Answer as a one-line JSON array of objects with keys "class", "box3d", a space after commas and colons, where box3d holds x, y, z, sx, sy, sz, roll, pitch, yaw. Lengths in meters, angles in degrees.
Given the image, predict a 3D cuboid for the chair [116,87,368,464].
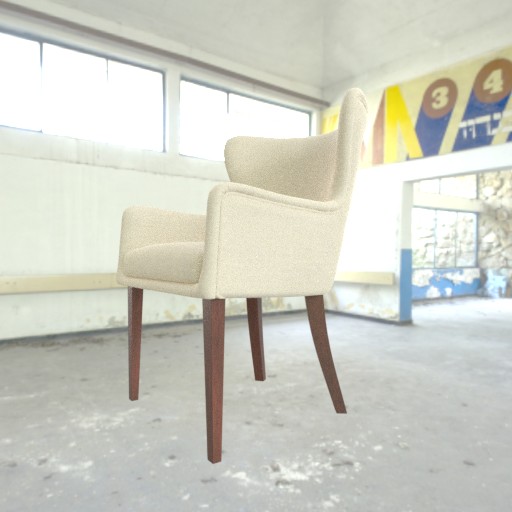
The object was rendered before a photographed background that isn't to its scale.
[{"class": "chair", "box3d": [0.000, 0.000, 1.485, 0.744, 0.990, 0.696, 0, 0, -35]}]
